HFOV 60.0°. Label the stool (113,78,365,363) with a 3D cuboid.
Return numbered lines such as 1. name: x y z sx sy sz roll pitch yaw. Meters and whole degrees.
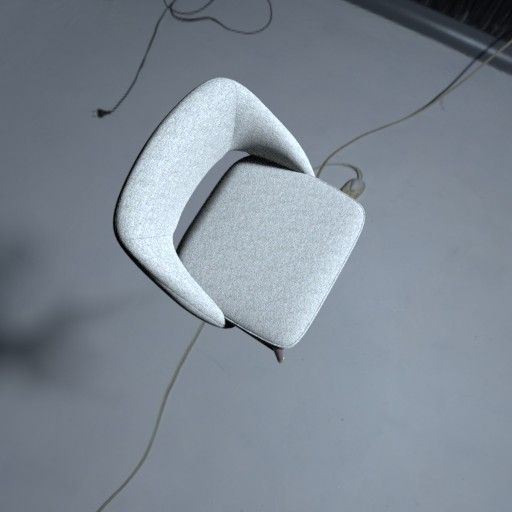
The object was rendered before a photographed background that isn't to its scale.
1. stool: 0.000 0.000 1.419 0.524 1.089 0.536 30 78 7
